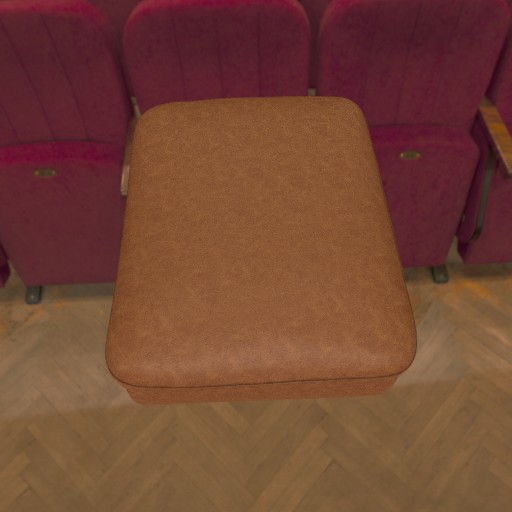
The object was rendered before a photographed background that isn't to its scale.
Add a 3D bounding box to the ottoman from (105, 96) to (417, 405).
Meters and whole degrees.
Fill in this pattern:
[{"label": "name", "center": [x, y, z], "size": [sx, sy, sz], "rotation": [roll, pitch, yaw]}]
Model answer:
[{"label": "ottoman", "center": [0.000, 0.000, 1.122], "size": [0.593, 0.478, 0.747], "rotation": [-3, 59, -2]}]
